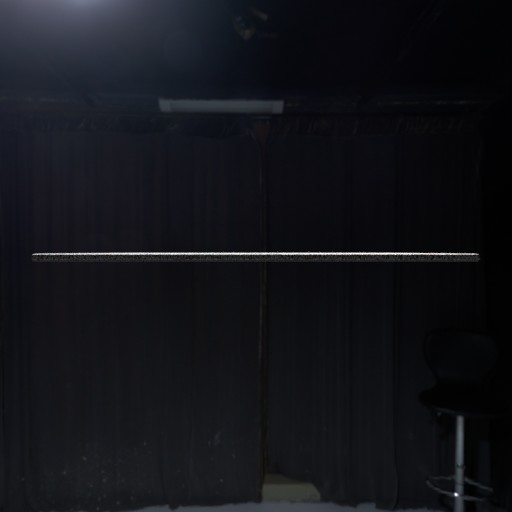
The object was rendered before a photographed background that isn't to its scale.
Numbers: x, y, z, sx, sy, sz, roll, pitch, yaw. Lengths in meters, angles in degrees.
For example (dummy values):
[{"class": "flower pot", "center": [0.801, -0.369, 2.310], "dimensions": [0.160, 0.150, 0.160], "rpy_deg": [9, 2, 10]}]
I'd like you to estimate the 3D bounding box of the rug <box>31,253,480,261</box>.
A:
[{"class": "rug", "center": [0.000, 0.000, 2.351], "dimensions": [1.778, 0.030, 1.219], "rpy_deg": [0, 1, 1]}]
